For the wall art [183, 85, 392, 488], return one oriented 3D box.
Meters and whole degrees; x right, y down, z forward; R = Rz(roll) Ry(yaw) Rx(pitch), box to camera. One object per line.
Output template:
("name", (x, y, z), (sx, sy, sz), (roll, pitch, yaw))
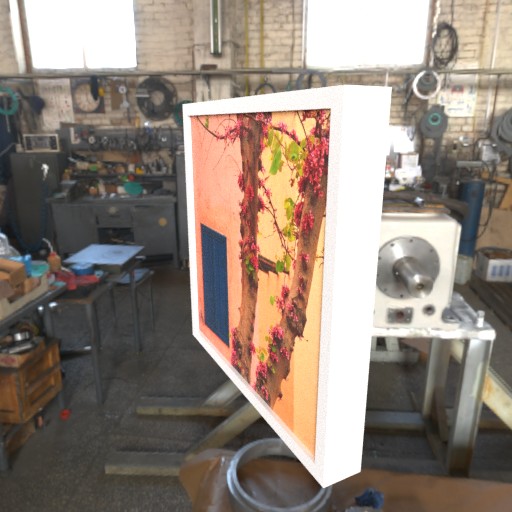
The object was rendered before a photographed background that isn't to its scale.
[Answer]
("wall art", (0.000, 0.000, 0.449), (0.038, 0.302, 0.305), (-8, 18, -26))
